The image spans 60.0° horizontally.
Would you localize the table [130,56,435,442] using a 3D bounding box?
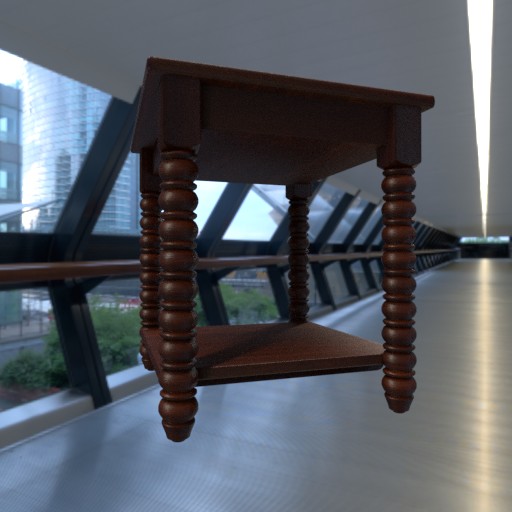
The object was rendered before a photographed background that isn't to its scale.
[{"bbox_3d":[0.000,0.000,0.957,0.500,0.567,0.533,0,0,-18],"label":"table"}]
